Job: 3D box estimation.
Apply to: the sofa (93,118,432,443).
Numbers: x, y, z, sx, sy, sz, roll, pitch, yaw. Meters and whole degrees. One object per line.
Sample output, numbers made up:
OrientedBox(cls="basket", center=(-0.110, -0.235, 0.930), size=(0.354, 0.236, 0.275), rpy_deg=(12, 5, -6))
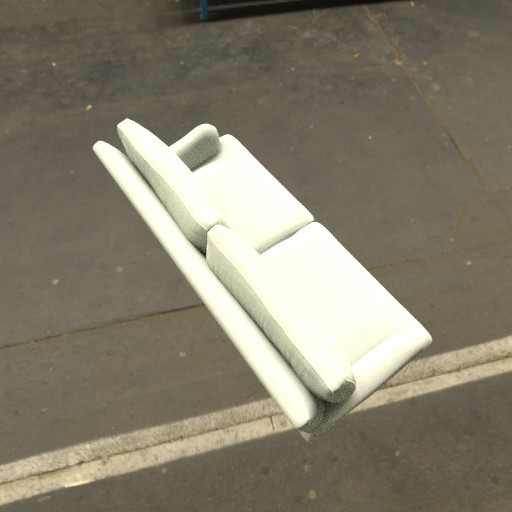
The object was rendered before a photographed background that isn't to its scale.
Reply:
OrientedBox(cls="sofa", center=(0.000, 0.000, 2.876), size=(1.069, 1.096, 2.193), rpy_deg=(-31, 62, -19))
